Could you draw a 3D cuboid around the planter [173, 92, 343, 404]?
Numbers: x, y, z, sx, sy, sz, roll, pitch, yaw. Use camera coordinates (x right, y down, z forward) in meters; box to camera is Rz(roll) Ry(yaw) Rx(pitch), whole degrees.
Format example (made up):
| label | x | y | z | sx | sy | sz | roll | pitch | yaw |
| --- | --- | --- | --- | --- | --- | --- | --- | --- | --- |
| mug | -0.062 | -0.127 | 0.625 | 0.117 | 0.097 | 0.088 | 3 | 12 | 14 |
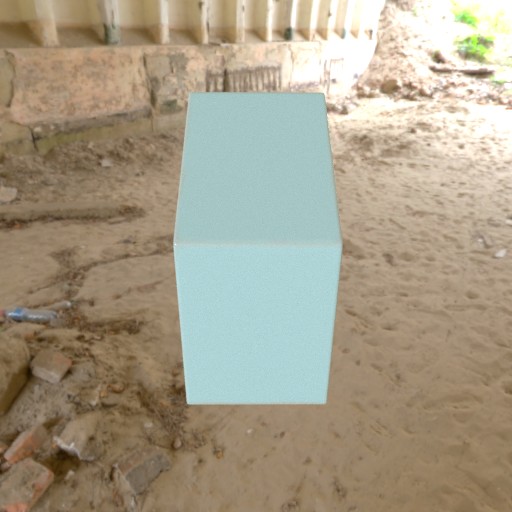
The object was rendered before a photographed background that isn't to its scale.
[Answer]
| label | x | y | z | sx | sy | sz | roll | pitch | yaw |
| --- | --- | --- | --- | --- | --- | --- | --- | --- | --- |
| planter | 0.000 | 0.000 | 0.296 | 0.078 | 0.207 | 0.169 | 0 | 26 | 0 |
